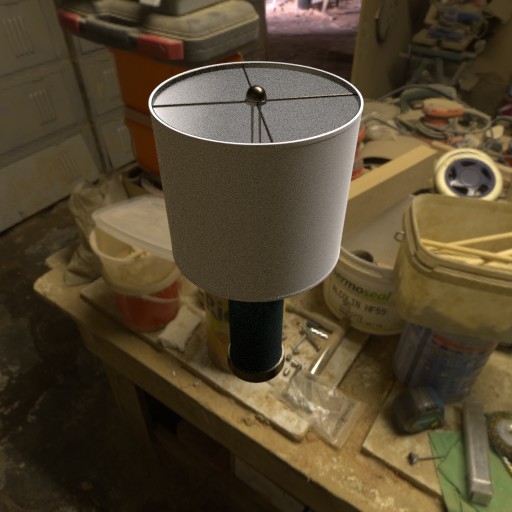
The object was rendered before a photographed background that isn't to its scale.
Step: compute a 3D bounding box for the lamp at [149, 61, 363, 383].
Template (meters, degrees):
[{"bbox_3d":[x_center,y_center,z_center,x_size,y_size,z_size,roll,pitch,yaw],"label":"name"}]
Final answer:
[{"bbox_3d":[0.000,0.000,0.827,0.301,0.630,0.301,26,47,27],"label":"lamp"}]
